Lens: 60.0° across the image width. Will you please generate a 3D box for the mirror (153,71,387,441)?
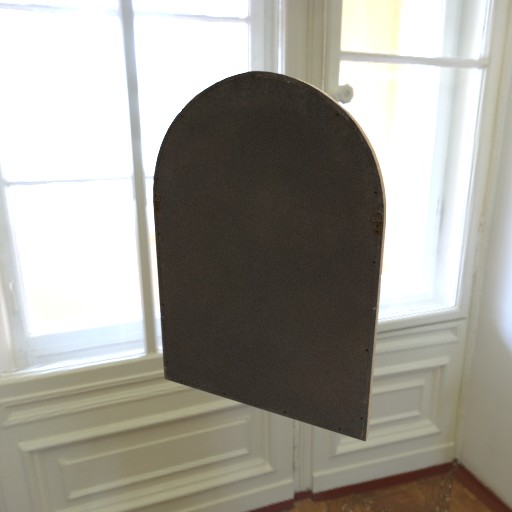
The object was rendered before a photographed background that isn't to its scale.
[{"bbox_3d":[0.000,0.000,1.190,0.660,0.920,0.032,8,18,26],"label":"mirror"}]
